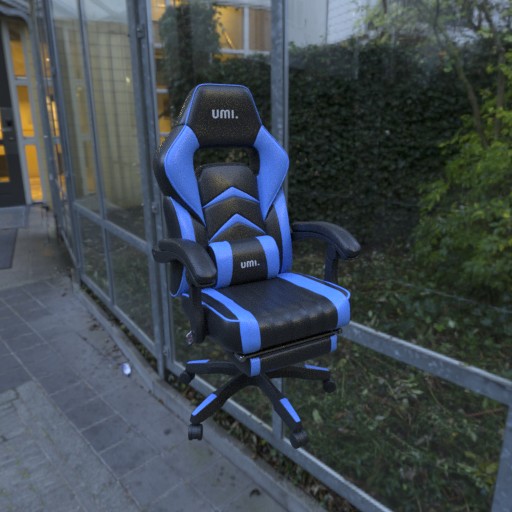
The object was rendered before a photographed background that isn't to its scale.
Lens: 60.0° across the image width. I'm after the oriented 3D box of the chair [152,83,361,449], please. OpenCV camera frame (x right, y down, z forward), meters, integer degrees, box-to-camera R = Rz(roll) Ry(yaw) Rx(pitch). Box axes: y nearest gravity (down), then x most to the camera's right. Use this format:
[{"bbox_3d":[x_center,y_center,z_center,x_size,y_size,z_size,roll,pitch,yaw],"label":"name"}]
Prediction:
[{"bbox_3d":[0.000,0.000,1.711,0.700,1.280,0.700,-9,19,-28],"label":"chair"}]
